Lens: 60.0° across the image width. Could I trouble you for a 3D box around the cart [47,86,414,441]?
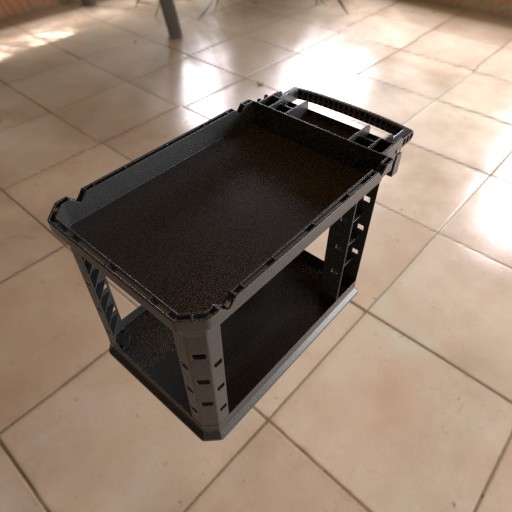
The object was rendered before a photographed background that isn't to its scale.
[{"bbox_3d":[0.000,0.000,1.819,0.674,0.884,1.239,32,54,27],"label":"cart"}]
